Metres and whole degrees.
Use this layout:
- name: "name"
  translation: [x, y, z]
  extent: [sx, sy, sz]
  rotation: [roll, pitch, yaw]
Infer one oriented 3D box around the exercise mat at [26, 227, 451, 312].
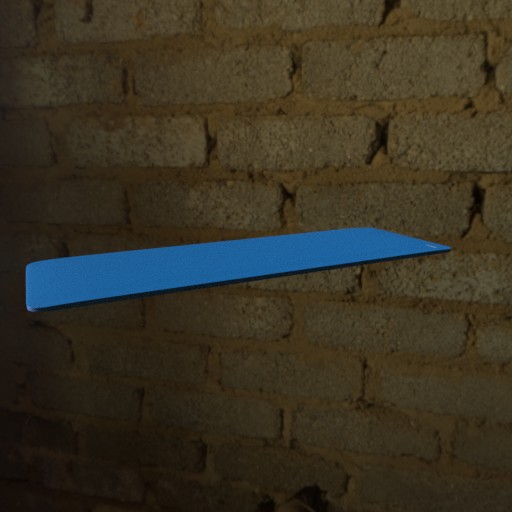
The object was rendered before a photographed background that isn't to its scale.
- name: "exercise mat"
  translation: [0.000, 0.000, 2.013]
  extent: [1.869, 0.021, 0.616]
  rotation: [-7, 16, -25]
